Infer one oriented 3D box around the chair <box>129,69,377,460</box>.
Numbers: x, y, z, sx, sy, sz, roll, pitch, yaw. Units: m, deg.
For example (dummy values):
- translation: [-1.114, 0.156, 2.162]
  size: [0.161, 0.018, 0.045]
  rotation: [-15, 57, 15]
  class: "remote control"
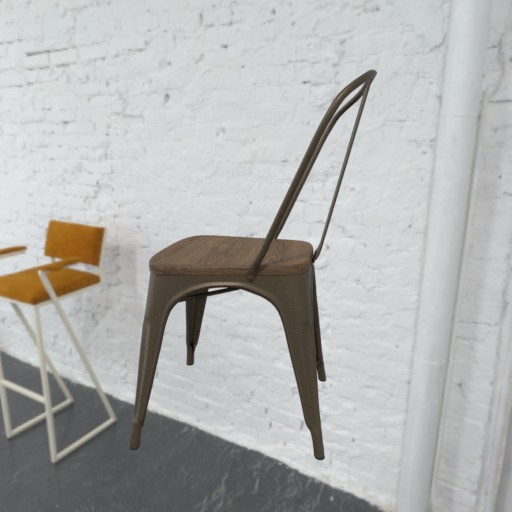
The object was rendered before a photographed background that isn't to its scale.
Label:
- translation: [0.000, 0.000, 1.113]
  size: [0.532, 0.844, 0.451]
  rotation: [2, 13, 9]
  class: "chair"
